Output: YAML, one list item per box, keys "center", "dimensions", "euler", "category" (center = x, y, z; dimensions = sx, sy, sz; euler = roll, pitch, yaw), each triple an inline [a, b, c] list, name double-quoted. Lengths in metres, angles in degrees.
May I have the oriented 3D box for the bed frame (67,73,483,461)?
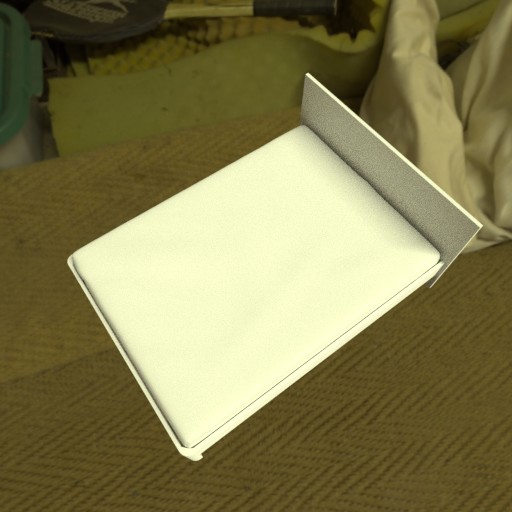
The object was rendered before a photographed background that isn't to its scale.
- center: [0.000, 0.000, 2.760]
  dimensions: [1.950, 0.800, 1.490]
  euler: [-33, 66, -16]
  category: "bed frame"
